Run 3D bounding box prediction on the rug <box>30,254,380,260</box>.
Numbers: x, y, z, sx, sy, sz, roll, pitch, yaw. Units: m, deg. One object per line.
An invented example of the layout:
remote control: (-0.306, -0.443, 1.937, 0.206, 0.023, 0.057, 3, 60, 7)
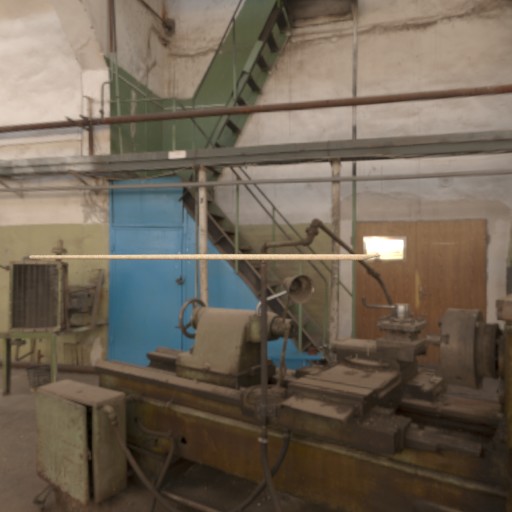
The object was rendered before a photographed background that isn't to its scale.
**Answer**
rug: (0.000, 0.000, 2.365, 1.238, 0.014, 1.848, 0, 0, 17)
